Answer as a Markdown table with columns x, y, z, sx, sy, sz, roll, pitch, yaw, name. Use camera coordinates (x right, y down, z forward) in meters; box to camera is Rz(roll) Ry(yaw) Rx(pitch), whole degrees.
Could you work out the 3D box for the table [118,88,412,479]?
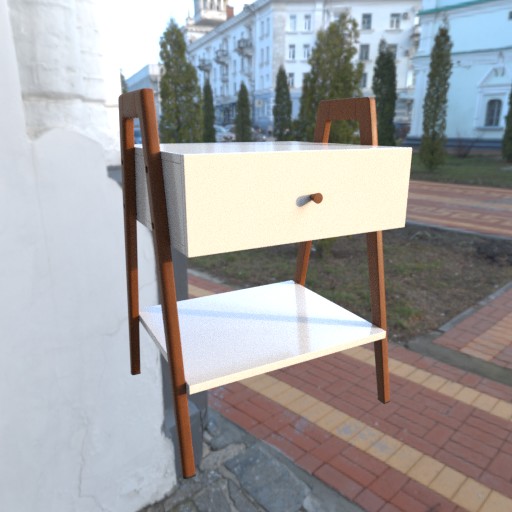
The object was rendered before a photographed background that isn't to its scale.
| x | y | z | sx | sy | sz | roll | pitch | yaw | name |
| --- | --- | --- | --- | --- | --- | --- | --- | --- | --- |
| 0.000 | 0.000 | 0.892 | 0.457 | 0.610 | 0.405 | -9 | 18 | -27 | table |
